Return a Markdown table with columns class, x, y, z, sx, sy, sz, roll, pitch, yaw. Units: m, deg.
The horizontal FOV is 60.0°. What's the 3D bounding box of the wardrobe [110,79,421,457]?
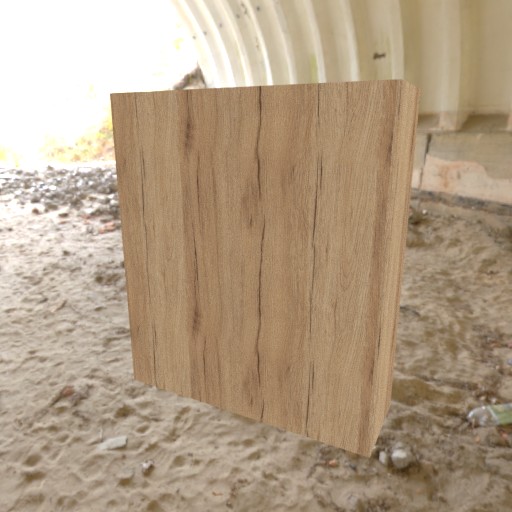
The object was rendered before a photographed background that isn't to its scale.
| class | x | y | z | sx | sy | sz | roll | pitch | yaw |
| --- | --- | --- | --- | --- | --- | --- | --- | --- | --- |
| wardrobe | 0.000 | 0.000 | 2.959 | 1.810 | 2.070 | 0.580 | 8 | 18 | 27 |
